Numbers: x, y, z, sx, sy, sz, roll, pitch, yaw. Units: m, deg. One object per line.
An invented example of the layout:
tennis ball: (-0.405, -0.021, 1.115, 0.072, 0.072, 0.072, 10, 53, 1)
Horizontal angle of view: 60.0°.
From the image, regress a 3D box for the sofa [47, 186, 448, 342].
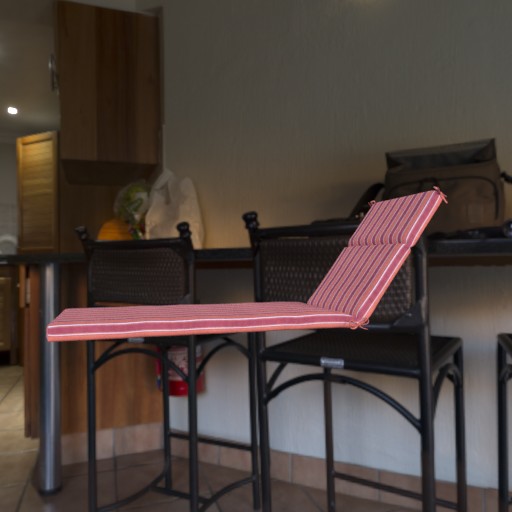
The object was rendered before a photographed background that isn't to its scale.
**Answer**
sofa: (0.000, 0.000, 2.003, 1.663, 0.622, 0.582, 0, 0, -17)
